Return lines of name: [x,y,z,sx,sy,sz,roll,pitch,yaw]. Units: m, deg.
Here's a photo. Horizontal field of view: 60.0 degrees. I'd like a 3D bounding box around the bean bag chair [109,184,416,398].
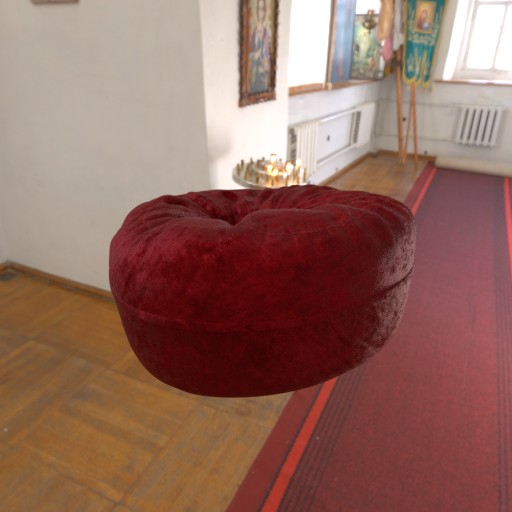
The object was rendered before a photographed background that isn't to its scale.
bean bag chair: [0.000,0.000,2.404,1.524,0.878,1.524,-9,28,-17]
